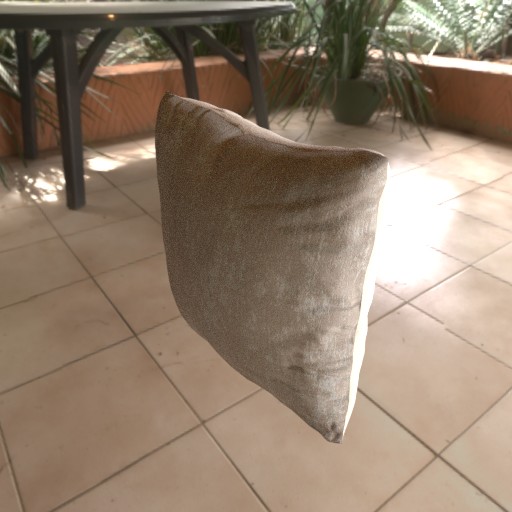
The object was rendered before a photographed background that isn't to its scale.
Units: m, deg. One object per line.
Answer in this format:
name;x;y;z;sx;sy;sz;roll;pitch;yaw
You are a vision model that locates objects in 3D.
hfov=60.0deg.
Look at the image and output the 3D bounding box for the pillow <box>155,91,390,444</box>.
pillow;0.000;0.000;0.711;0.245;0.448;0.450;-22;38;-31
